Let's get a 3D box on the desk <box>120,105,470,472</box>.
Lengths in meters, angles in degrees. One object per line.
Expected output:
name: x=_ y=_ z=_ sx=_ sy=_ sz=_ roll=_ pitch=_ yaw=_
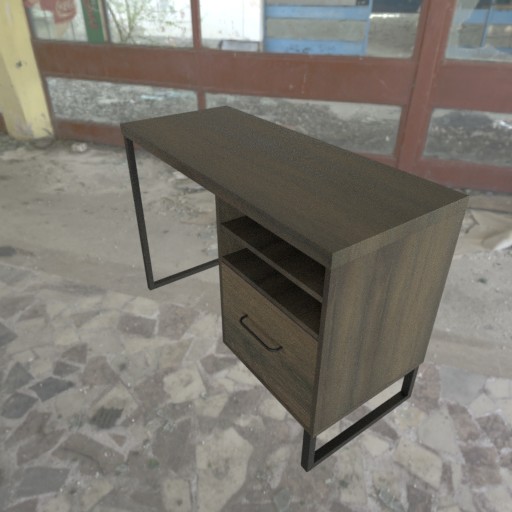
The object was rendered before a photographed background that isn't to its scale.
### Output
desk: x=0.000 y=0.000 z=1.576 sx=0.511 sy=0.752 sz=1.134 roll=-21 pitch=38 yaw=-30
